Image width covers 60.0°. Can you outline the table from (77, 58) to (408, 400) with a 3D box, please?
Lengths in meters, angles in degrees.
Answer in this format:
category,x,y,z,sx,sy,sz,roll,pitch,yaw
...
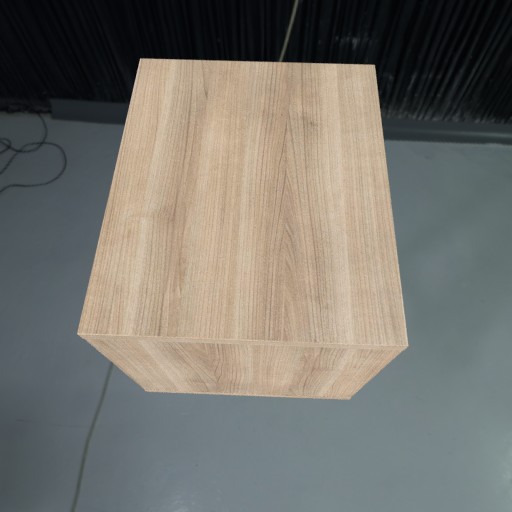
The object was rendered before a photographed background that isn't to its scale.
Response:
category,x,y,z,sx,sy,sz,roll,pitch,yaw
table,0.000,0.000,0.794,0.380,0.460,0.445,2,63,1
